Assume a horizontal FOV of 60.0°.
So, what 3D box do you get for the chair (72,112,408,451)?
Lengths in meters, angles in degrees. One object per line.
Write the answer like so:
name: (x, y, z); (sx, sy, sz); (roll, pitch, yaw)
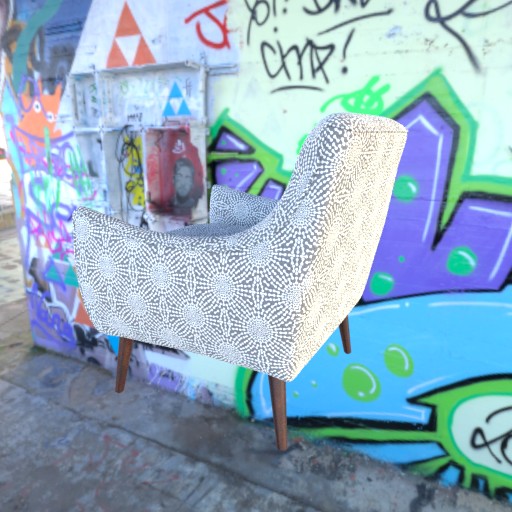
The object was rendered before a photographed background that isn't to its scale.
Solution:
chair: (0.000, 0.000, 1.397); (0.787, 0.838, 0.762); (8, 17, 27)
